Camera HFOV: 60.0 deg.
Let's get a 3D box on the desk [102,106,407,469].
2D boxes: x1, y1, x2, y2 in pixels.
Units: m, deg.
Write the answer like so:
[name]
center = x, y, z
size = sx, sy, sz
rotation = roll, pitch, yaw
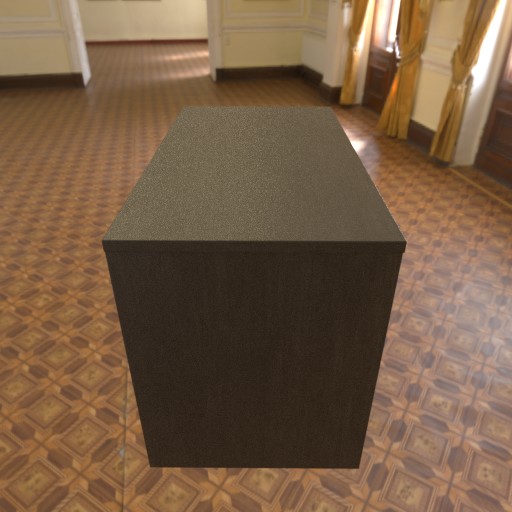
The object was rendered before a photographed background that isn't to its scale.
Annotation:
[desk]
center = 0.000, 0.000, 1.533
size = 0.600, 0.750, 1.100
rotation = 0, 32, 0
